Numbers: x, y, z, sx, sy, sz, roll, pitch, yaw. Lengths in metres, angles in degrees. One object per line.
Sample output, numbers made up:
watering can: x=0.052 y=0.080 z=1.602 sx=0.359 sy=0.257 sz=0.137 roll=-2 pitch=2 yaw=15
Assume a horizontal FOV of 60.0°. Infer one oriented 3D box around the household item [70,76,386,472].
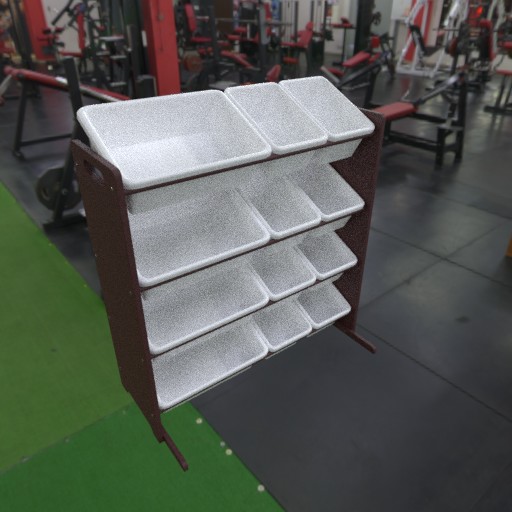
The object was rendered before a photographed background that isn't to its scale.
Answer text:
household item: x=0.000 y=0.000 z=1.268 sx=0.787 sy=0.864 sz=0.389 roll=-21 pitch=36 yaw=-31
